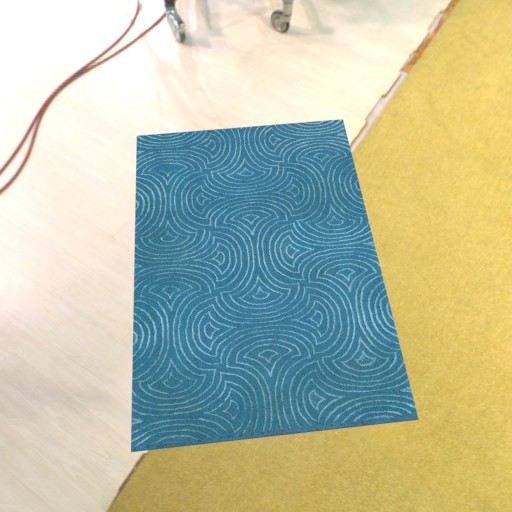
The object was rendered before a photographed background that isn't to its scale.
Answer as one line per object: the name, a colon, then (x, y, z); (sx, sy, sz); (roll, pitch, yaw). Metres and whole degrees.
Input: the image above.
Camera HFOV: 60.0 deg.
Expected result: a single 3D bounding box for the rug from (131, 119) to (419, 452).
rug: (0.000, 0.000, 2.830); (1.543, 0.015, 2.144); (-5, 64, -3)
